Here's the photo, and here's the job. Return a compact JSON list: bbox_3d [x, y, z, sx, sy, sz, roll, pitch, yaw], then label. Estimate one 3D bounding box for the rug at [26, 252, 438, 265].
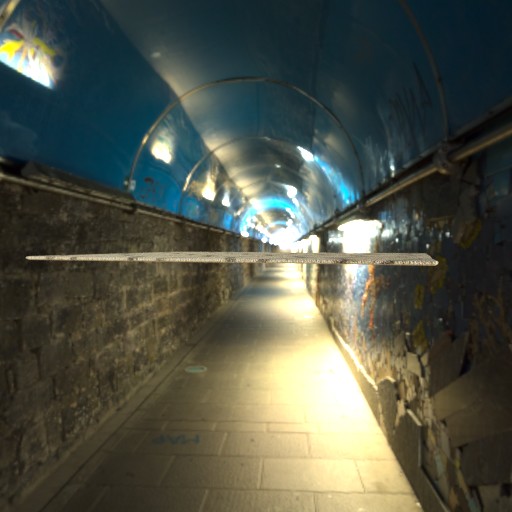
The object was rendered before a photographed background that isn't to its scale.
[{"bbox_3d":[0.000,0.000,4.093,3.000,0.026,2.399,1,2,19],"label":"rug"}]
